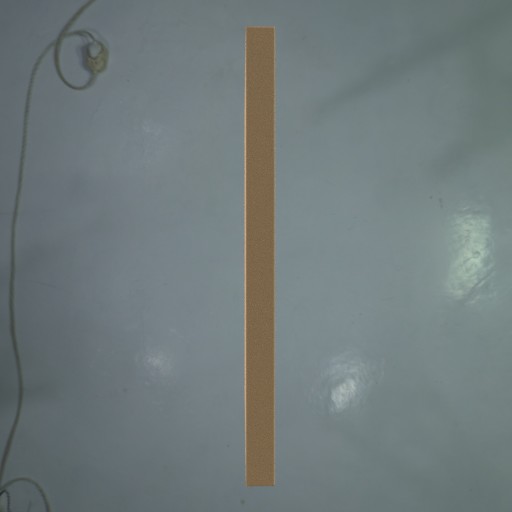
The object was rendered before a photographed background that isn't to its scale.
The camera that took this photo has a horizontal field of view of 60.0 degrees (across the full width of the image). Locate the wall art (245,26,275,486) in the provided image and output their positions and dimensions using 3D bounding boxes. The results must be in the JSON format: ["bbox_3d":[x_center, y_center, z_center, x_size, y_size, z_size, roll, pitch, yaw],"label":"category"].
[{"bbox_3d":[0.000,0.000,0.791,0.039,0.407,0.609,0,91,-2],"label":"wall art"}]
